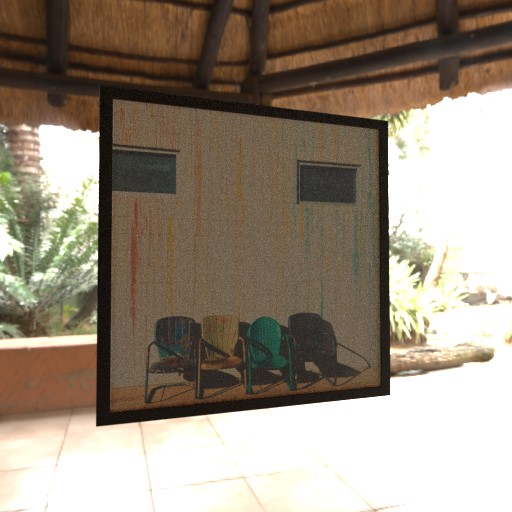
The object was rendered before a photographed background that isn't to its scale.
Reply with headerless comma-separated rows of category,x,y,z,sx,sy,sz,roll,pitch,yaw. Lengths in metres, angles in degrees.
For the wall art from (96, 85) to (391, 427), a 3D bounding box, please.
wall art,0.000,0.000,0.753,0.506,0.506,0.037,1,-2,-18
